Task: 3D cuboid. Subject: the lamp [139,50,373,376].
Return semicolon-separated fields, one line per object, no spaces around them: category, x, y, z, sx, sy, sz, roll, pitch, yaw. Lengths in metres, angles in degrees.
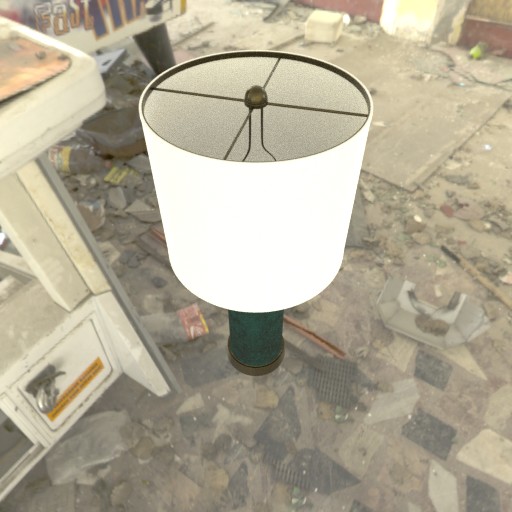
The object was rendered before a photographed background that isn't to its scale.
lamp;0.000;0.000;0.795;0.301;0.630;0.301;-23;51;-20
